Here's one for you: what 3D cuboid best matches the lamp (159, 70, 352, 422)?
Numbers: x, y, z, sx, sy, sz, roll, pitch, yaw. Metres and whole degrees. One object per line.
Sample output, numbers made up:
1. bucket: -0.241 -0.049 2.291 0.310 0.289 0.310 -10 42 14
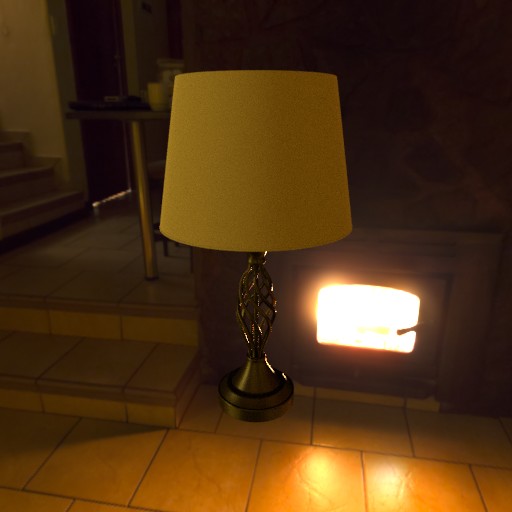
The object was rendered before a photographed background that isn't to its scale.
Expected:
1. lamp: 0.000 0.000 0.793 0.331 0.594 0.331 0 18 0
